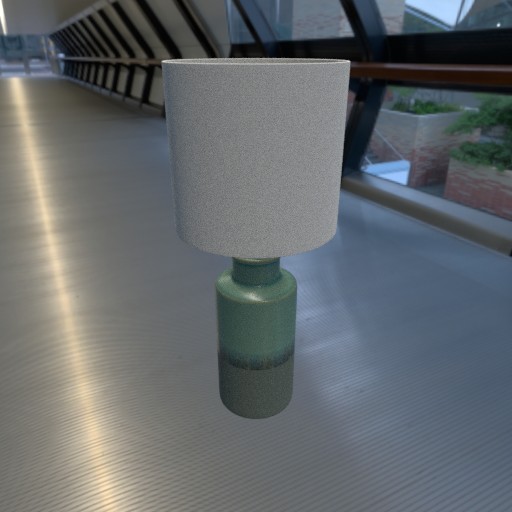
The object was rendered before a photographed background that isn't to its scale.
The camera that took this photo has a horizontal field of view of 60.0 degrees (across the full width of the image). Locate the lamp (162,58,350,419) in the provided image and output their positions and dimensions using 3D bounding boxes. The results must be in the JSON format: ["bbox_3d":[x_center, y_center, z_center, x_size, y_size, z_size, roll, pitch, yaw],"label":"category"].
[{"bbox_3d":[0.000,0.000,0.611,0.212,0.493,0.212,8,26,16],"label":"lamp"}]
